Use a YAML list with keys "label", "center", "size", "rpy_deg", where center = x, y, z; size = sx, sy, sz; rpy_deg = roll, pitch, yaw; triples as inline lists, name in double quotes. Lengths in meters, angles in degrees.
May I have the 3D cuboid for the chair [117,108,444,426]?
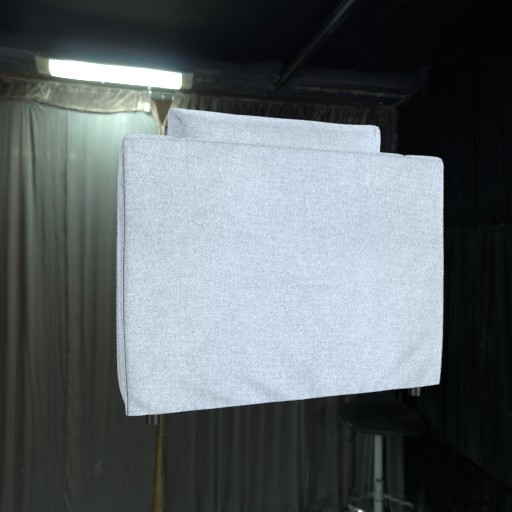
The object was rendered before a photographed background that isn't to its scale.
- label: "chair"
  center: [0.000, 0.000, 1.992]
  size: [1.194, 1.059, 1.071]
  rpy_deg: [0, 0, -17]
